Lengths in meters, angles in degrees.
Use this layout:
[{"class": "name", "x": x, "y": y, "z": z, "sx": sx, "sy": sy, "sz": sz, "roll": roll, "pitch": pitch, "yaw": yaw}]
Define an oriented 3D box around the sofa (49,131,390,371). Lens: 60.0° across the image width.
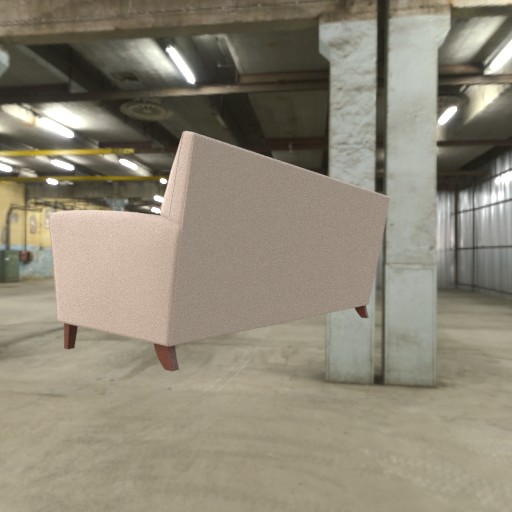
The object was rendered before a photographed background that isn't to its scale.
[{"class": "sofa", "x": 0.000, "y": 0.000, "z": 2.512, "sx": 0.875, "sy": 0.846, "sz": 2.000, "roll": 0, "pitch": -1, "yaw": 36}]
